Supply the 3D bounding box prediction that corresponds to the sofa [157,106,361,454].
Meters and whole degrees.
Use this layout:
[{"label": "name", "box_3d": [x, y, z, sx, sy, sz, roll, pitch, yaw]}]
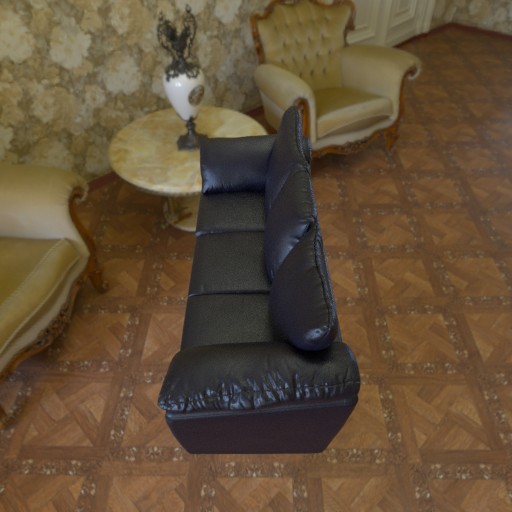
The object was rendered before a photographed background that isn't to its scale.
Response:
[{"label": "sofa", "box_3d": [0.000, 0.000, 2.854, 0.880, 1.073, 2.336, 0, 42, 0]}]
